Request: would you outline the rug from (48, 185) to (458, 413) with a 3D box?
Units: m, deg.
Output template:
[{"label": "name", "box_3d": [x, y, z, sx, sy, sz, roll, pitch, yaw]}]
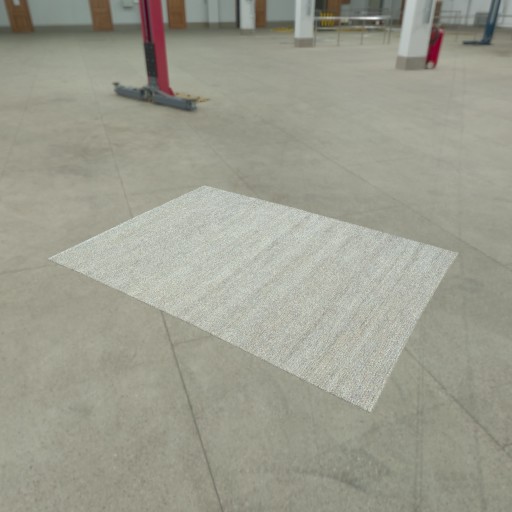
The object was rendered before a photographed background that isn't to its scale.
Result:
[{"label": "rug", "box_3d": [0.000, 0.000, 2.986, 2.264, 0.030, 1.624, 19, 35, 29]}]
